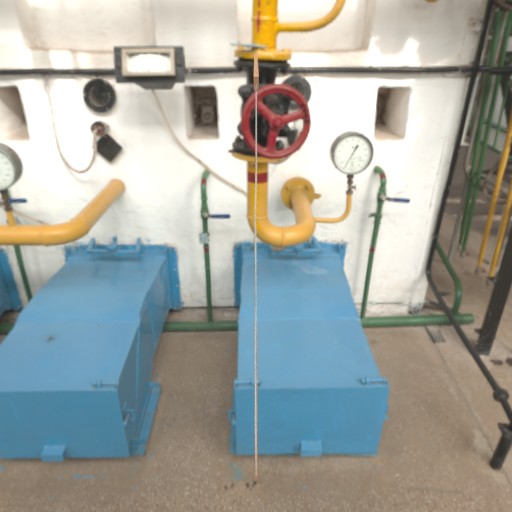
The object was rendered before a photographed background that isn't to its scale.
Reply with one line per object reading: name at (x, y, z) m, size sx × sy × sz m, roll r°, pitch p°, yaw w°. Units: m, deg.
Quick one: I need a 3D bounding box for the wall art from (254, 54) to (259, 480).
wall art at (0.000, 0.000, 1.897) m, size 0.019 × 1.527 × 1.019 m, roll 0°, pitch 27°, yaw 0°
